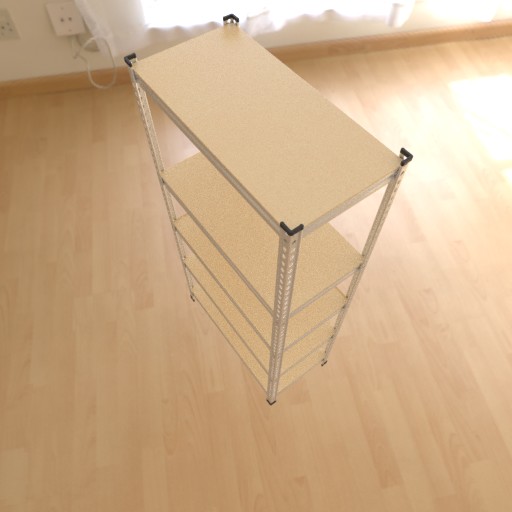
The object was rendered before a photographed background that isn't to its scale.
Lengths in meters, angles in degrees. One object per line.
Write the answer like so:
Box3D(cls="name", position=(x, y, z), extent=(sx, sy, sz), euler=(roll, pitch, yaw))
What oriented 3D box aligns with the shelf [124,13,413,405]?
Box3D(cls="shelf", position=(0.000, 0.000, 2.168), extent=(0.457, 1.829, 0.914), euler=(-32, 64, -18))
